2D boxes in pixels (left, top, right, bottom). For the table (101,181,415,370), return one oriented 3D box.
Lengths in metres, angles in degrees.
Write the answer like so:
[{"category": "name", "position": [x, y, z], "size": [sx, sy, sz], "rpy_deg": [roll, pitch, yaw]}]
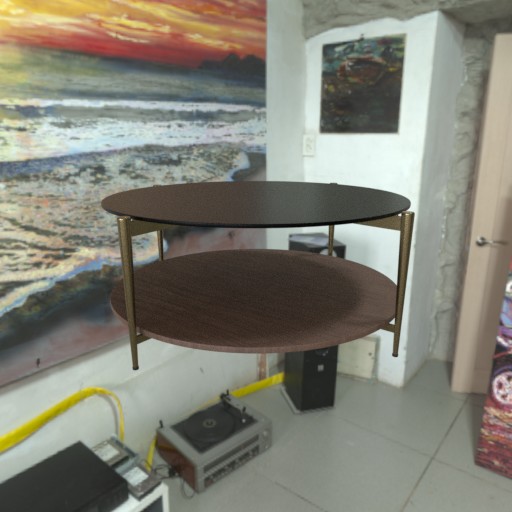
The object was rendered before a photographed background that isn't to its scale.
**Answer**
[{"category": "table", "position": [0.000, 0.000, 1.469], "size": [0.938, 0.400, 0.938], "rpy_deg": [2, 15, 9]}]
